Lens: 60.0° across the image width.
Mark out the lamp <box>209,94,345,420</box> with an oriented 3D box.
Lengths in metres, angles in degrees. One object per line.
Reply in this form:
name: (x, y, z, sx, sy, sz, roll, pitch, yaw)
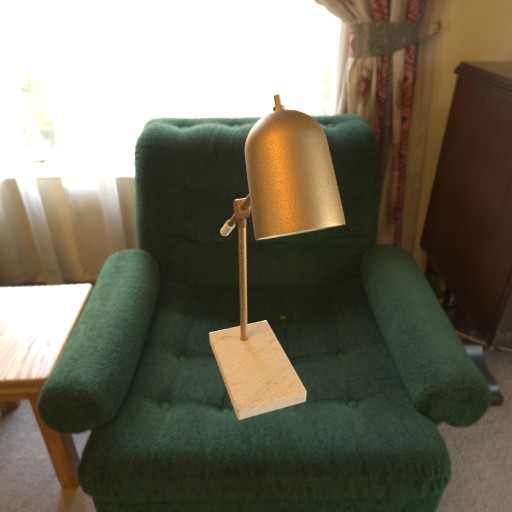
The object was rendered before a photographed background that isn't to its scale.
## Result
lamp: (0.000, 0.000, 0.818, 0.144, 0.603, 0.471, -10, 32, -16)
